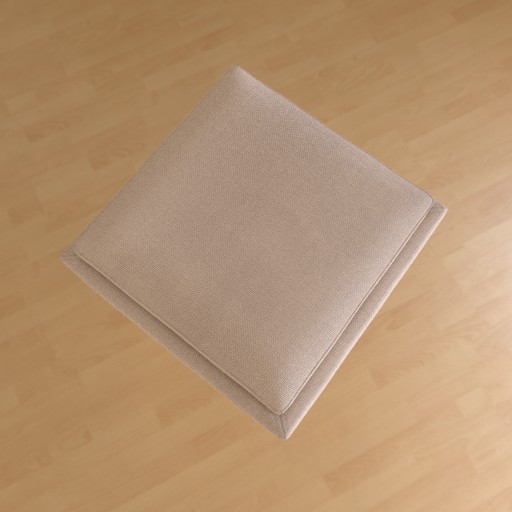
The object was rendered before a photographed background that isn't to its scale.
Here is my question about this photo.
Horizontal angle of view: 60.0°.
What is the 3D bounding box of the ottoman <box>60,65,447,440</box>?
[{"bbox_3d":[0.000,0.000,0.836,0.450,0.460,0.451,37,79,8],"label":"ottoman"}]
